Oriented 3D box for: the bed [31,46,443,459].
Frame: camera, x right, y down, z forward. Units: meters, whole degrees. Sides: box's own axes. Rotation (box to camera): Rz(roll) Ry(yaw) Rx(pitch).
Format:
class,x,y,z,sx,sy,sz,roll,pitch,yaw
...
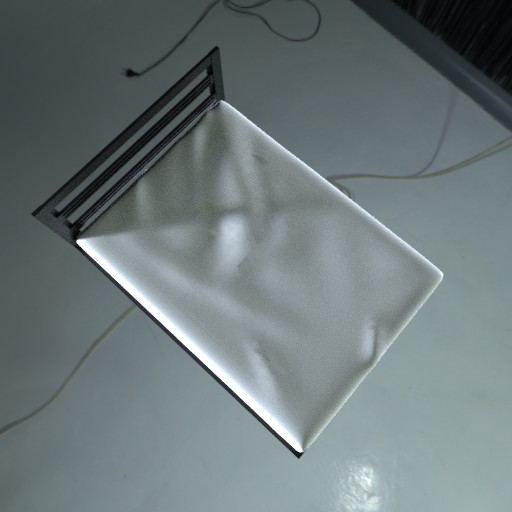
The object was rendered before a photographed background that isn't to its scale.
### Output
class,x,y,z,sx,sy,sz,roll,pitch,yaw
bed,0.000,0.000,2.927,2.062,0.967,1.524,41,78,10
